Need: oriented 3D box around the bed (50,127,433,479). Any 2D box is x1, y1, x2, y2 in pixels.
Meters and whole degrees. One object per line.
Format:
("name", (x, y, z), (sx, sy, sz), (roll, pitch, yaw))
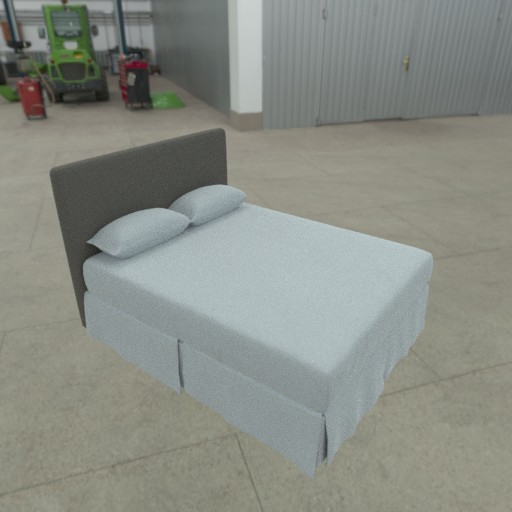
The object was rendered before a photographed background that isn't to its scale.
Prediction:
("bed", (0.000, 0.000, 3.178), (2.142, 1.330, 1.748), (19, 32, 32))
